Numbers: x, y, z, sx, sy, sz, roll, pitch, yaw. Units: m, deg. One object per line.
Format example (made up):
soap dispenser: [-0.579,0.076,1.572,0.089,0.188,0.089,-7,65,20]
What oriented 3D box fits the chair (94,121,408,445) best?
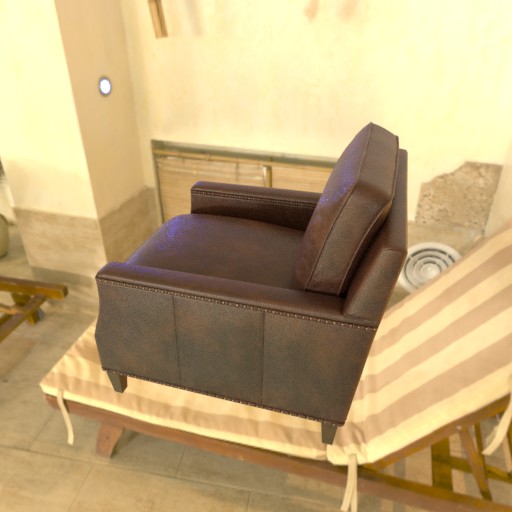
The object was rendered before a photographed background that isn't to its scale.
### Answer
chair: [0.000,0.000,1.710,1.014,0.929,0.853,9,32,14]
